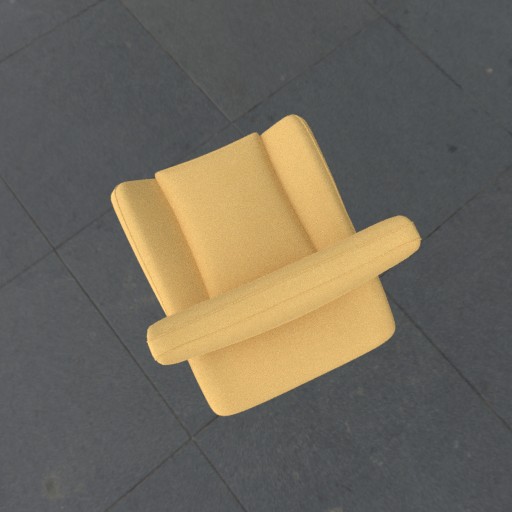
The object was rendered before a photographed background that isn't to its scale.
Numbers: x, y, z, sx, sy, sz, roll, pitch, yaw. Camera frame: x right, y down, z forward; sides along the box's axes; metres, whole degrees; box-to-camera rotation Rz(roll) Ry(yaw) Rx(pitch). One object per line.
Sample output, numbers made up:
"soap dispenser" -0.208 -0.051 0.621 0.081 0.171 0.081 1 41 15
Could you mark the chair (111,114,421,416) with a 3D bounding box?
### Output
"chair" 0.000 0.000 1.702 0.859 0.855 1.008 -24 76 -6
